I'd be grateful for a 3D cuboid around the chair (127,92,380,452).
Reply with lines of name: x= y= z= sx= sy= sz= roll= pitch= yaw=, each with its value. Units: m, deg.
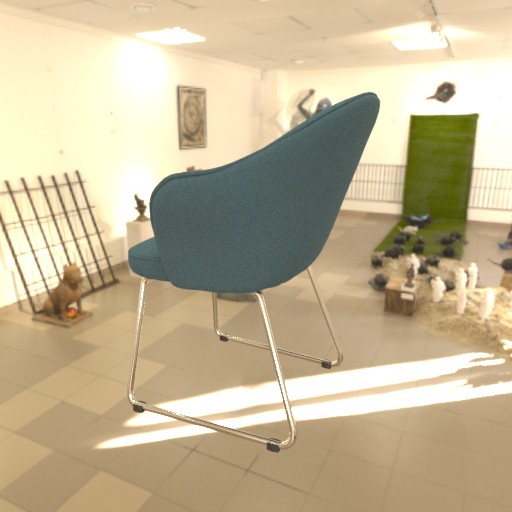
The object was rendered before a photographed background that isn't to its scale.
chair: x=0.000 y=0.000 z=1.200 sx=0.585 sy=0.815 sz=0.570 roll=8 pitch=18 yaw=25
